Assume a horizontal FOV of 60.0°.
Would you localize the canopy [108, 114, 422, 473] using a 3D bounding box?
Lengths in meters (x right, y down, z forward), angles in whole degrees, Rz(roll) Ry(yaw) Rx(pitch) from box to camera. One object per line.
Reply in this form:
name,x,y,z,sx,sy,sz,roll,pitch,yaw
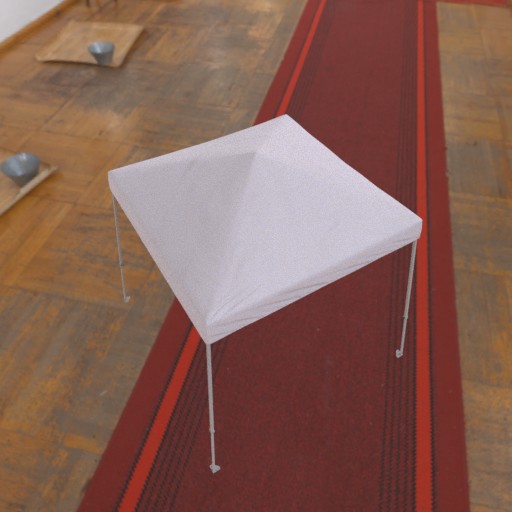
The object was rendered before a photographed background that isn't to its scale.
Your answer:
canopy,0.000,0.000,5.202,2.850,2.850,2.849,-24,51,-21
